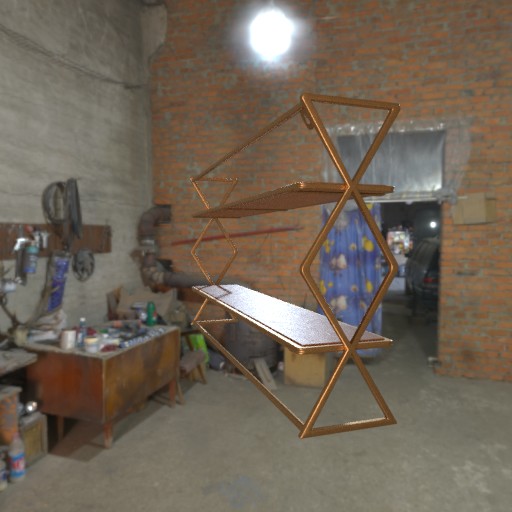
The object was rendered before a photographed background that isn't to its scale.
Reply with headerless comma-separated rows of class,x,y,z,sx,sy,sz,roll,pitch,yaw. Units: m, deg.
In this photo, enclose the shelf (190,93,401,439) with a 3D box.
shelf,0.000,0.000,0.987,0.150,0.450,0.822,-1,2,-18
